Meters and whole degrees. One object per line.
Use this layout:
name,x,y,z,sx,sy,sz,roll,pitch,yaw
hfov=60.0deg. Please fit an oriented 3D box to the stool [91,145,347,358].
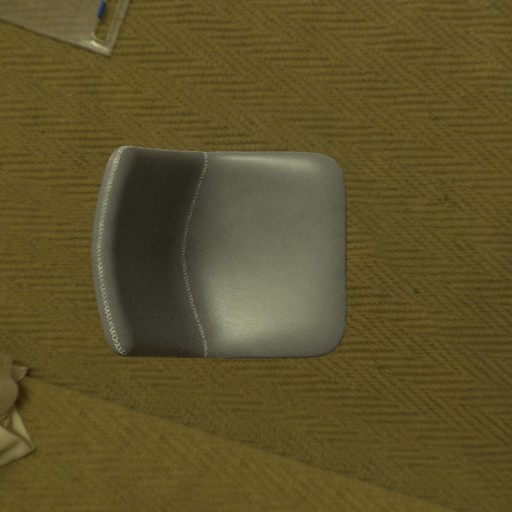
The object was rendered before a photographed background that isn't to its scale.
stool,0.000,0.000,1.154,0.546,0.876,0.470,0,89,0
